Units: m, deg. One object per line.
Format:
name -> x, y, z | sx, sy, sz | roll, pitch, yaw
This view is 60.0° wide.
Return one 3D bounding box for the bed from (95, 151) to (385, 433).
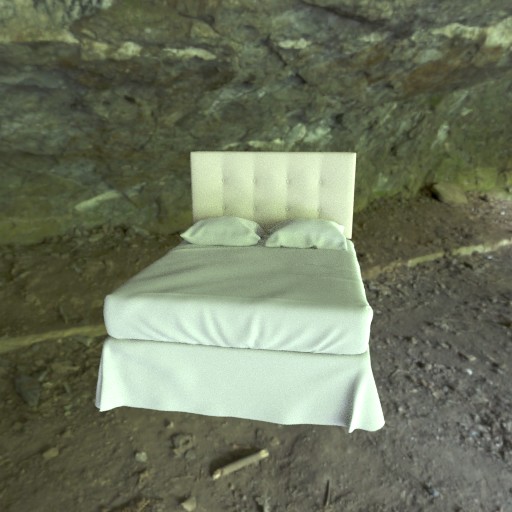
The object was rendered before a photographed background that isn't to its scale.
bed -> 0.000, 0.000, 3.575 | 1.936, 1.577, 2.222 | 2, 15, 8
